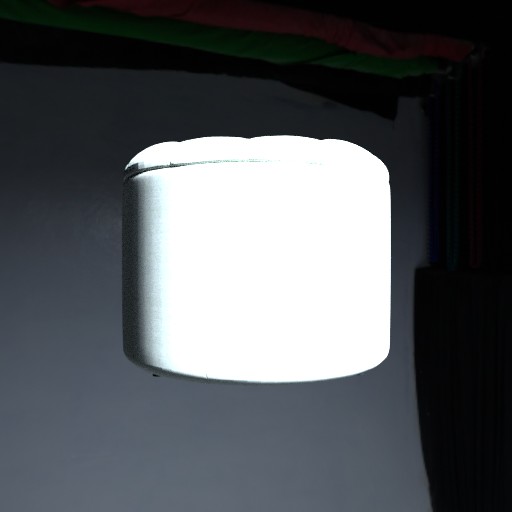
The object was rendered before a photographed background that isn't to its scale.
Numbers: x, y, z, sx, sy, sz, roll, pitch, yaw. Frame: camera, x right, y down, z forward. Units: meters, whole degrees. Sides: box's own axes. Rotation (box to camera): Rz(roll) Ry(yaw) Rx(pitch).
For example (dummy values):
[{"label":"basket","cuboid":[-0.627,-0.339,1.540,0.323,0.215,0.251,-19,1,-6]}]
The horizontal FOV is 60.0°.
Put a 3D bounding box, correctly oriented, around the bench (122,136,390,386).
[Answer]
[{"label":"bench","cuboid":[0.000,0.000,1.036,0.600,0.453,0.600,0,0,0]}]
